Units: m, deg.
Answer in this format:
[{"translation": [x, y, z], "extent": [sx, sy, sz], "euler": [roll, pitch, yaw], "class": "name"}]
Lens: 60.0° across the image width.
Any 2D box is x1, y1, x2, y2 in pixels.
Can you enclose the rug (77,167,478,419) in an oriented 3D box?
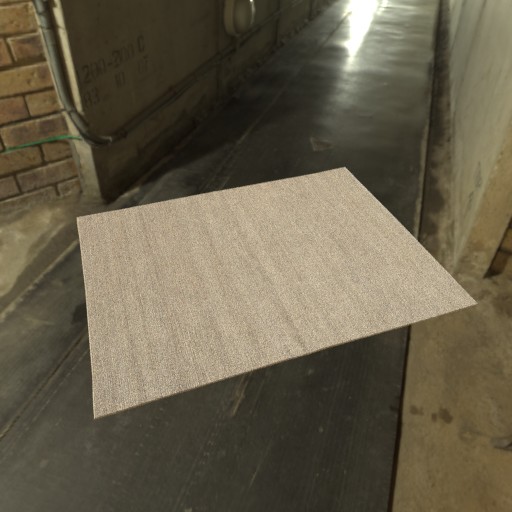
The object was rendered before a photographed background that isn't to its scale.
[{"translation": [0.000, 0.000, 4.817], "extent": [3.626, 0.051, 2.757], "euler": [-13, 43, -14], "class": "rug"}]
